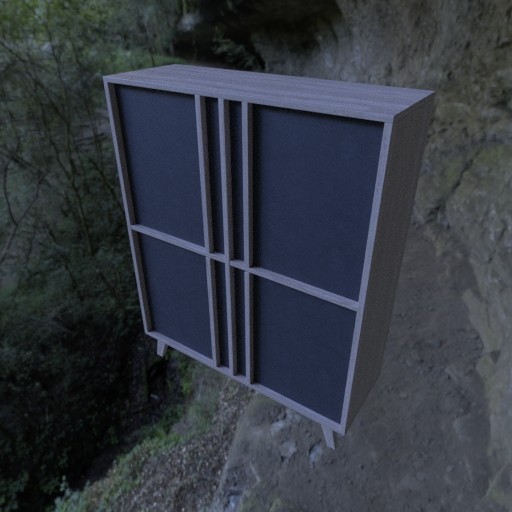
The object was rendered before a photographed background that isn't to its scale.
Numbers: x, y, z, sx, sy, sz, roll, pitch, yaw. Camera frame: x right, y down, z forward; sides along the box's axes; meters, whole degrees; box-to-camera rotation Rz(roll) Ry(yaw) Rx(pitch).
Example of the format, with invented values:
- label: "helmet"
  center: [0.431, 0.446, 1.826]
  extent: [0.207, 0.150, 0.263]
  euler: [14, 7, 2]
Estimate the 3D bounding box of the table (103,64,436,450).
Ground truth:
- label: "table"
  center: [0.000, 0.000, 1.884]
  extent: [1.111, 1.388, 0.398]
  euler: [19, 36, 29]
